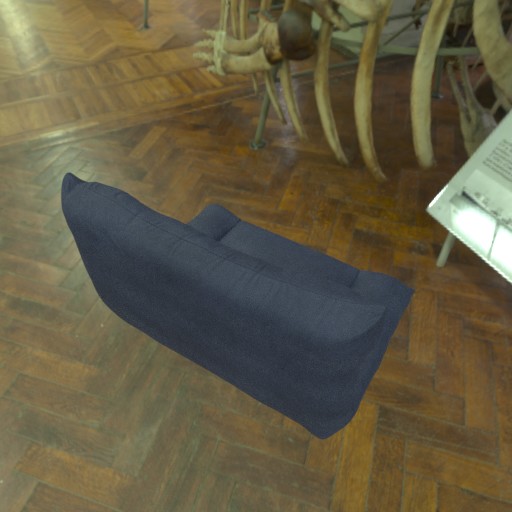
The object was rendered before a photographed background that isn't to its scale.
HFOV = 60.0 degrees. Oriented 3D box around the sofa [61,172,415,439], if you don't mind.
[{"bbox_3d":[0.000,0.000,1.699,1.122,0.778,0.849,24,50,22],"label":"sofa"}]
